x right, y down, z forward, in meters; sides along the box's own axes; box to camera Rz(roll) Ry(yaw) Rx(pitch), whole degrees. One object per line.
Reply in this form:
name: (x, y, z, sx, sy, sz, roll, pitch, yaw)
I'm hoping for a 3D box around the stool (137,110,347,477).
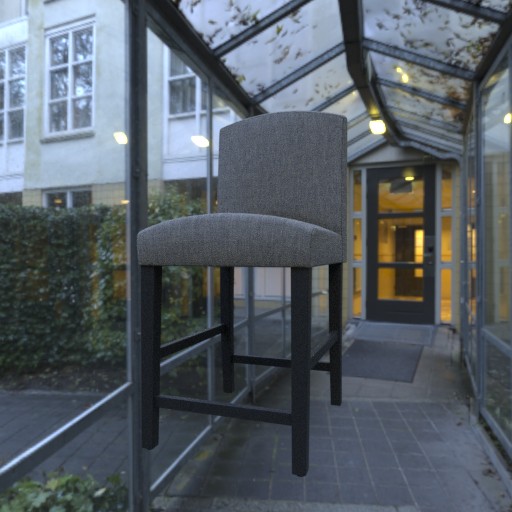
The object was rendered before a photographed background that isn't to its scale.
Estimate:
stool: (0.000, 0.000, 1.269, 0.451, 0.966, 0.552, 0, 1, 20)
